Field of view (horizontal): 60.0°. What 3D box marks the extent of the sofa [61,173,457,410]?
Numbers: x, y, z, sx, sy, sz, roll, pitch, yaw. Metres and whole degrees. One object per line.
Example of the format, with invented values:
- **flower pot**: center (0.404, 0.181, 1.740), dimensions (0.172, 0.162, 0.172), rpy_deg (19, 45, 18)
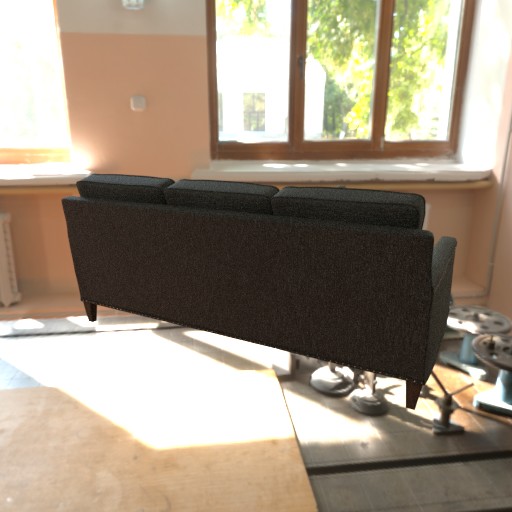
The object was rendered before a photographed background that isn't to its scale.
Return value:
- **sofa**: center (0.000, 0.000, 2.782), dimensions (2.246, 1.003, 1.084), rpy_deg (8, 18, 27)
